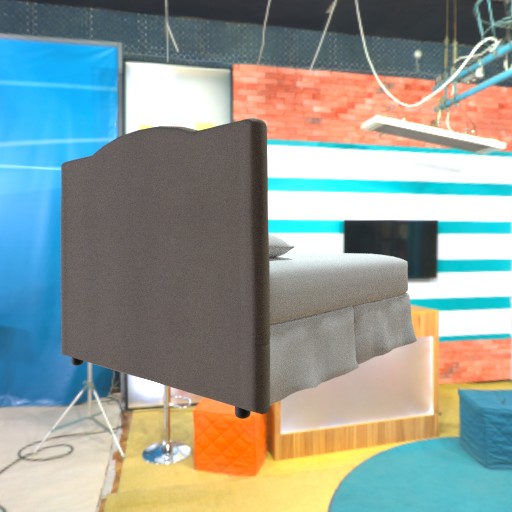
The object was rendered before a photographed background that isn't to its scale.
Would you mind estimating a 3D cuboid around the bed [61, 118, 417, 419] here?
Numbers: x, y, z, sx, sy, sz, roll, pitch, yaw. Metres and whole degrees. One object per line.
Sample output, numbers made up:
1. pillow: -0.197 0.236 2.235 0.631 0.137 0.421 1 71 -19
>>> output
1. bed: 0.000 0.000 3.282 1.744 1.441 2.128 1 2 39
